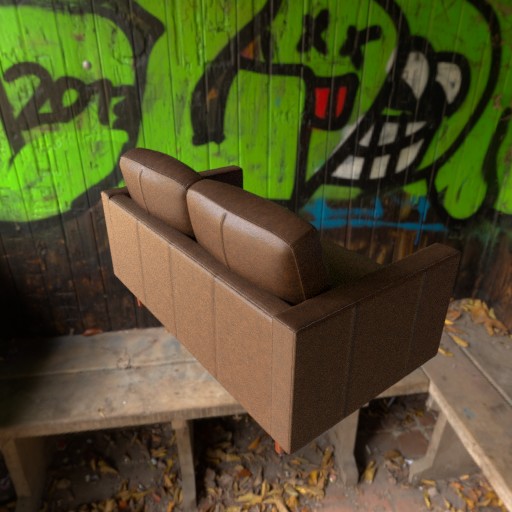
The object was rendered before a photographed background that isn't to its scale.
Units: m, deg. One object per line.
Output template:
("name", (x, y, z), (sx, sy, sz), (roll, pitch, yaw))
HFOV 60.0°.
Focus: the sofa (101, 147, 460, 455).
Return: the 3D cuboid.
("sofa", (0.000, 0.000, 2.164), (0.909, 0.951, 1.578), (-19, 33, -33))
